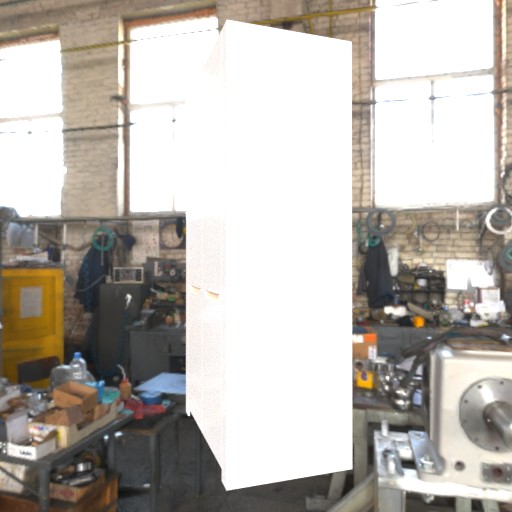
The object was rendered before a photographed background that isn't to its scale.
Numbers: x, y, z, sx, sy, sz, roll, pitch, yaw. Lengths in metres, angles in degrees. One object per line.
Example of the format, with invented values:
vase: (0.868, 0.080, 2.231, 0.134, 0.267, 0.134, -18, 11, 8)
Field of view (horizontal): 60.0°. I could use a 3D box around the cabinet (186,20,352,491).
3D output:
cabinet: (0.000, 0.000, 2.356, 0.580, 1.920, 0.980, 0, 0, -19)
